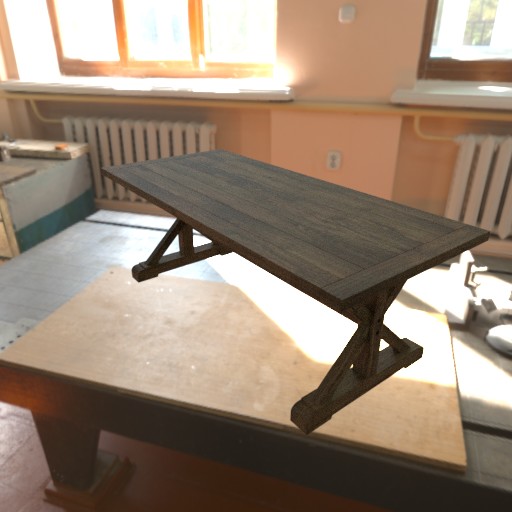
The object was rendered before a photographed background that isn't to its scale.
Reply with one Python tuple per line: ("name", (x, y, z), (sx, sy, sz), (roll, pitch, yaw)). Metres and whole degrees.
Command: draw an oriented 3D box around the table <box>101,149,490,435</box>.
("table", (0.000, 0.000, 2.483), (0.907, 0.733, 2.031), (-18, 31, -34))
